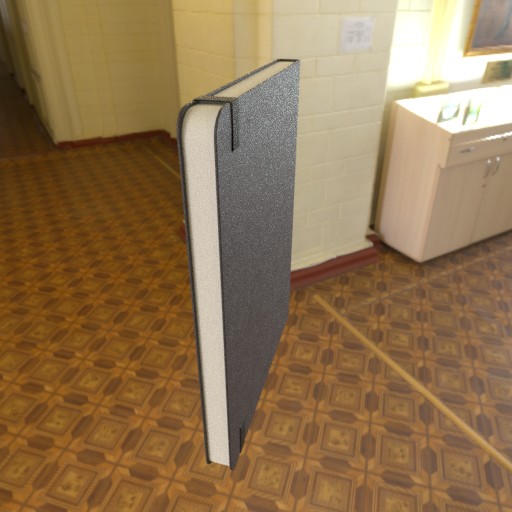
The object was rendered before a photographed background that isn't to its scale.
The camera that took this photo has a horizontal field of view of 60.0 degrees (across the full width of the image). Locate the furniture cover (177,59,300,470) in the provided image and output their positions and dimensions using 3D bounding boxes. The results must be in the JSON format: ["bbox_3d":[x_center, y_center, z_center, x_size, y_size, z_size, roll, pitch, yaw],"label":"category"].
[{"bbox_3d":[0.000,0.000,0.370,0.023,0.281,0.216,8,31,13],"label":"furniture cover"}]
